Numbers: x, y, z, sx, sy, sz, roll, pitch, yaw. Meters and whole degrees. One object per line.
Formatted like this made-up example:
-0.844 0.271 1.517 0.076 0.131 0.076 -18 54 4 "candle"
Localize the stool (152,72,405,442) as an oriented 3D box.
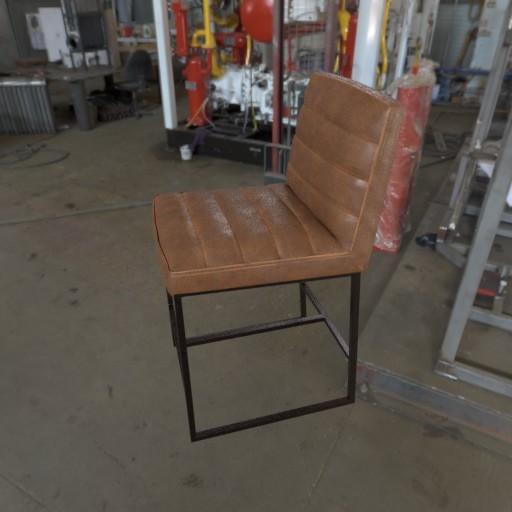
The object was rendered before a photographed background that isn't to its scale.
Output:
0.000 0.000 1.297 0.562 0.942 0.463 -8 32 -14 "stool"
